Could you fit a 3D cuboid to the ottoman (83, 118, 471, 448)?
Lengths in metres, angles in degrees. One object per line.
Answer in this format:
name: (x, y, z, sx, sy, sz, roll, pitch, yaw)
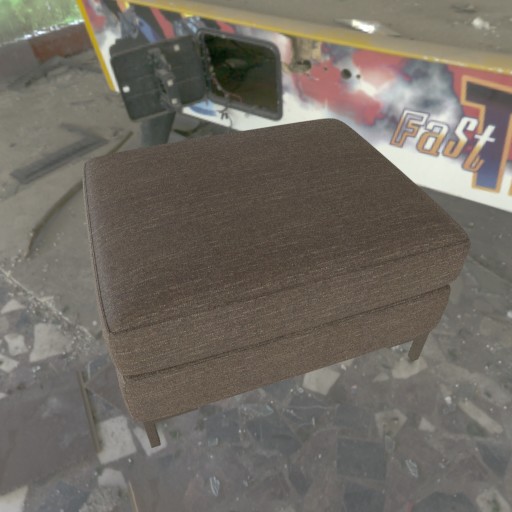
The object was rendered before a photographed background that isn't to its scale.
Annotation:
ottoman: (0.000, 0.000, 1.222, 0.820, 0.490, 0.671, -14, 44, -14)
